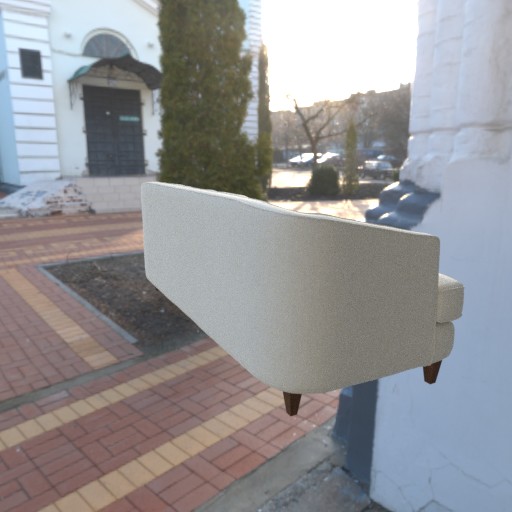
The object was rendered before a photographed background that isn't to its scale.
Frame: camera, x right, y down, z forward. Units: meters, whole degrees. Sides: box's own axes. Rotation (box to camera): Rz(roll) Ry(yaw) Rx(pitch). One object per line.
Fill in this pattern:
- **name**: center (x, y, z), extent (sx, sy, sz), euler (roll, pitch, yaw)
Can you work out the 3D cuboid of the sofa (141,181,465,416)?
- **sofa**: center (0.000, 0.000, 2.705), extent (0.941, 0.855, 2.278), euler (-7, 14, -27)
